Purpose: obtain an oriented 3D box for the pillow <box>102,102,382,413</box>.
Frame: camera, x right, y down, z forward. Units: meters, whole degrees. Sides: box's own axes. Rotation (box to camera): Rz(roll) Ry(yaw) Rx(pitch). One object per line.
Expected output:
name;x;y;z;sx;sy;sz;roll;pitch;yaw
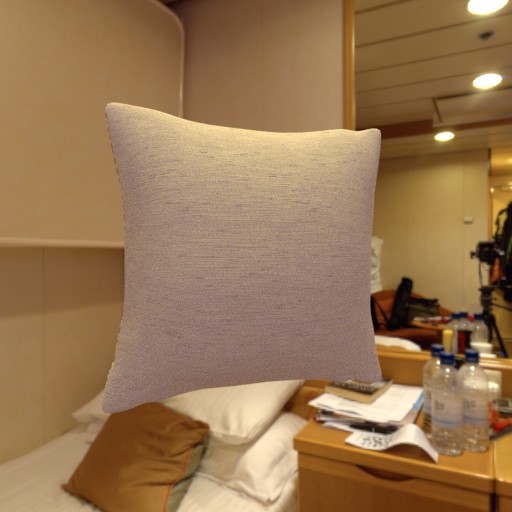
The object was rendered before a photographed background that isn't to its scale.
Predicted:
pillow;0.000;0.000;0.665;0.438;0.421;0.167;0;0;-19
